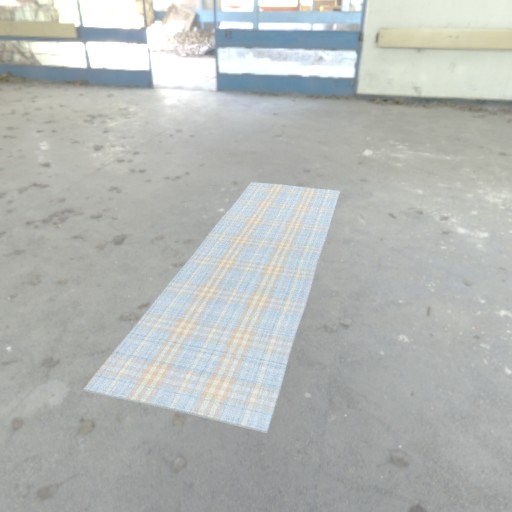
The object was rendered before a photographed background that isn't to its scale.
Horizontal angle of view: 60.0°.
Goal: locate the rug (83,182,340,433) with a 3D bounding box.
[{"bbox_3d":[0.000,0.000,2.701,0.762,0.013,2.439,8,31,13],"label":"rug"}]
